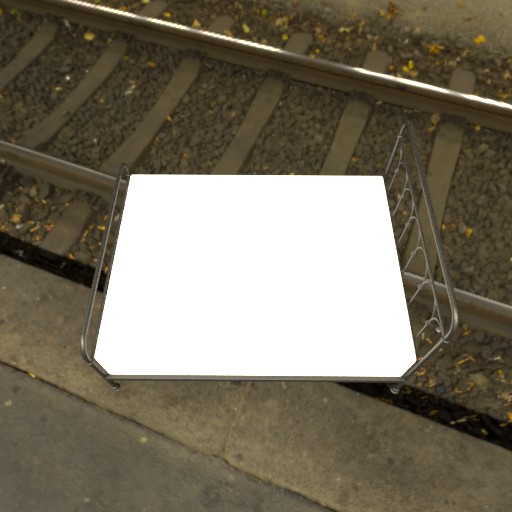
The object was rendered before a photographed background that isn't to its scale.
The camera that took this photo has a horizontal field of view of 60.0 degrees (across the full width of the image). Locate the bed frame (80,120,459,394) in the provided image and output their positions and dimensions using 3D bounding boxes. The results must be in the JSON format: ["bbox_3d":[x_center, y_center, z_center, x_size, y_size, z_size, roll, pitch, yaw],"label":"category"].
[{"bbox_3d":[0.000,0.000,3.261,2.203,1.276,1.664,0,59,0],"label":"bed frame"}]
